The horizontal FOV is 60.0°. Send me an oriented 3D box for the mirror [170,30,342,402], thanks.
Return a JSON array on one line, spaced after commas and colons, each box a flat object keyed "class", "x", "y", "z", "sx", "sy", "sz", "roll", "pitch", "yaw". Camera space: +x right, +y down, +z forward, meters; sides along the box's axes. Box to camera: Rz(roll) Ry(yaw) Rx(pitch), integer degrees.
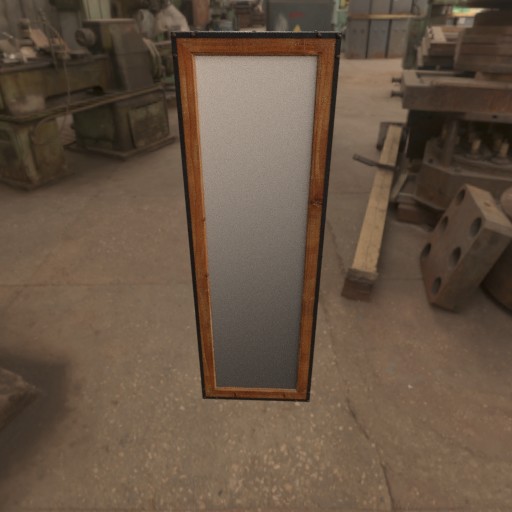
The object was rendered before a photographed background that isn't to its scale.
[{"class": "mirror", "x": 0.000, "y": 0.000, "z": 1.188, "sx": 0.354, "sy": 1.080, "sz": 0.042, "roll": 1, "pitch": 31, "yaw": 2}]
